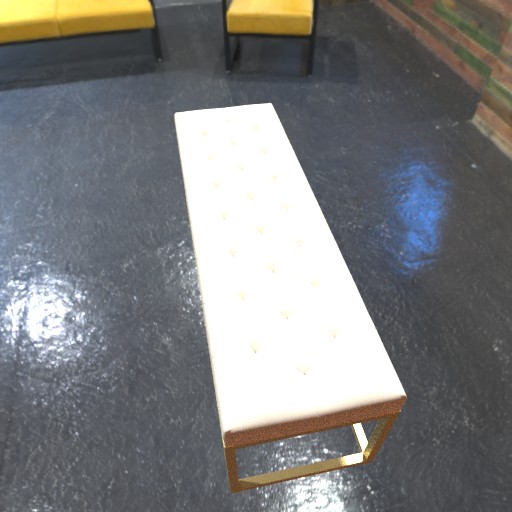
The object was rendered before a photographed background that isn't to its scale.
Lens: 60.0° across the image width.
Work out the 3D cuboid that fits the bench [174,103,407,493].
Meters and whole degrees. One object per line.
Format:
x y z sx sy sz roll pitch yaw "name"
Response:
0.000 0.000 1.694 0.457 0.484 1.473 -8 48 -8 "bench"
